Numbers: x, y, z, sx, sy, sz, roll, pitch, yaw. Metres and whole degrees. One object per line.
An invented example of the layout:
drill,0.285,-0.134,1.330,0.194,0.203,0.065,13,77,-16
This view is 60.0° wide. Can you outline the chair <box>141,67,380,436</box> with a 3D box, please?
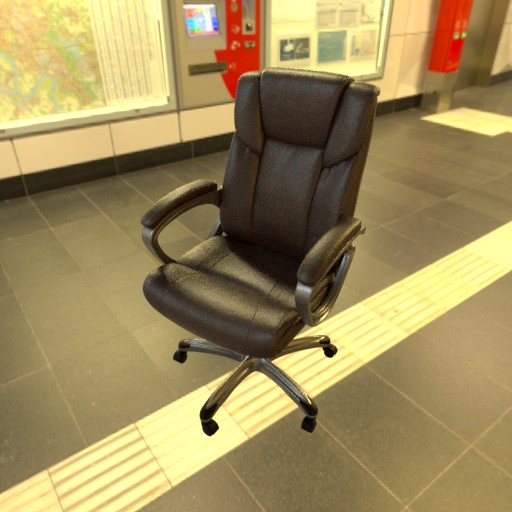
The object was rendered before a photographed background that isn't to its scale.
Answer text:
chair,0.000,0.000,1.528,0.656,1.128,0.692,19,36,28
